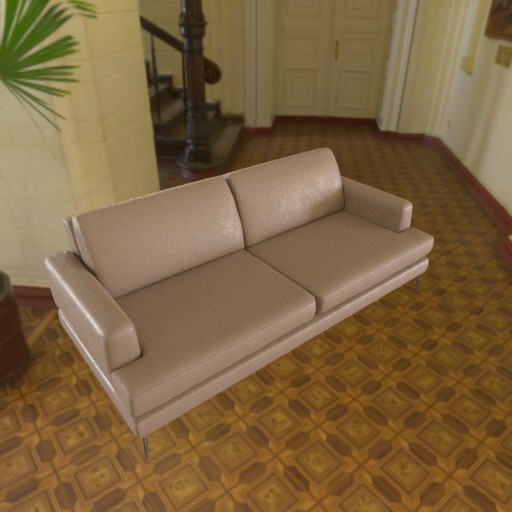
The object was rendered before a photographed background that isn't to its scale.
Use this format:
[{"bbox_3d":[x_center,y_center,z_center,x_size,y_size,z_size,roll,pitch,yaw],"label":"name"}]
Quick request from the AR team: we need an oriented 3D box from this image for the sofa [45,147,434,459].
[{"bbox_3d":[0.000,0.000,2.397,1.940,0.765,0.974,-22,37,-33],"label":"sofa"}]
